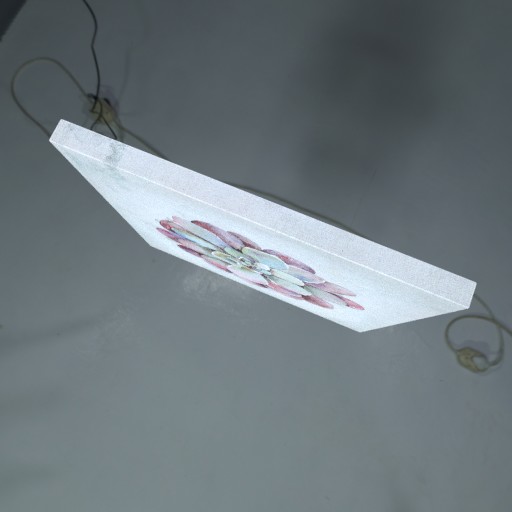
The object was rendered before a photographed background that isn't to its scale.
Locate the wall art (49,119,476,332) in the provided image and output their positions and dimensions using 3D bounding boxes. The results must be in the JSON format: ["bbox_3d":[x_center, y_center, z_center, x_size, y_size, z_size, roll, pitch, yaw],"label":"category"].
[{"bbox_3d":[0.000,0.000,0.888,0.605,0.605,0.044,22,78,5],"label":"wall art"}]
